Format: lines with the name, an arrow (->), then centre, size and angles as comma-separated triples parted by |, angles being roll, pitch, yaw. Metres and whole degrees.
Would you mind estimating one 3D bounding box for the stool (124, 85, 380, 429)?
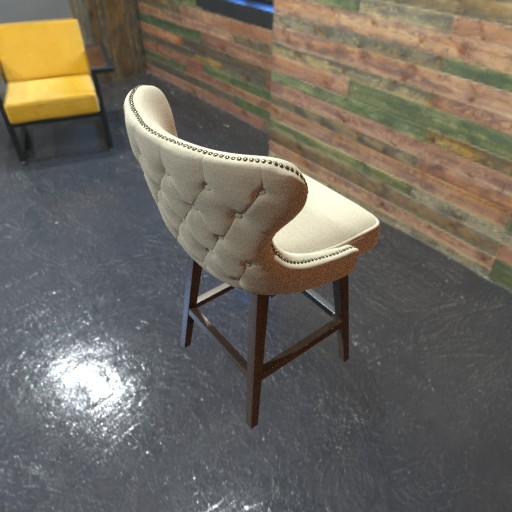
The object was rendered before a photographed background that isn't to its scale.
stool -> 0.000, 0.000, 1.360 | 0.597, 0.972, 0.615 | -26, 46, -28
